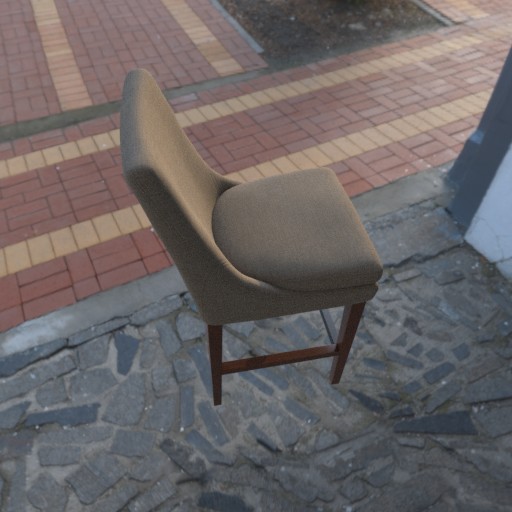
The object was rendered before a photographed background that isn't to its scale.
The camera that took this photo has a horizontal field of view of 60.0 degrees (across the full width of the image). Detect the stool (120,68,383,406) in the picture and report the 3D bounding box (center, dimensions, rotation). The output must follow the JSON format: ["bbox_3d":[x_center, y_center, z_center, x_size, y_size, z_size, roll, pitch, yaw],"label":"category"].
[{"bbox_3d":[0.000,0.000,1.296,0.577,0.981,0.470,-8,48,-7],"label":"stool"}]
